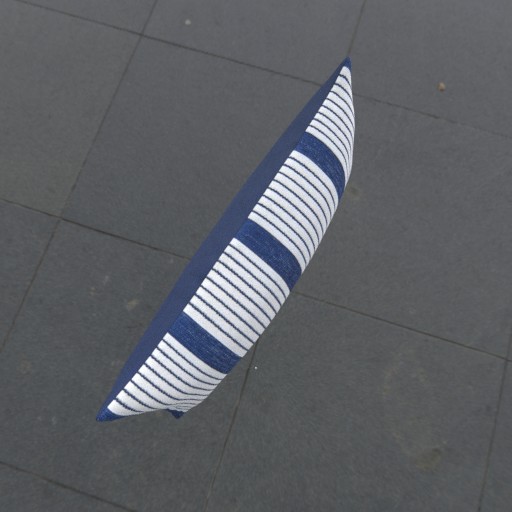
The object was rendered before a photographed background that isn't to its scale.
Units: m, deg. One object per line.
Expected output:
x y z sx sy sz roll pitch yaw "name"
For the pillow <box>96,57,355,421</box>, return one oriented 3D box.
0.000 0.000 0.727 0.156 0.292 0.608 32 78 8 "pillow"
